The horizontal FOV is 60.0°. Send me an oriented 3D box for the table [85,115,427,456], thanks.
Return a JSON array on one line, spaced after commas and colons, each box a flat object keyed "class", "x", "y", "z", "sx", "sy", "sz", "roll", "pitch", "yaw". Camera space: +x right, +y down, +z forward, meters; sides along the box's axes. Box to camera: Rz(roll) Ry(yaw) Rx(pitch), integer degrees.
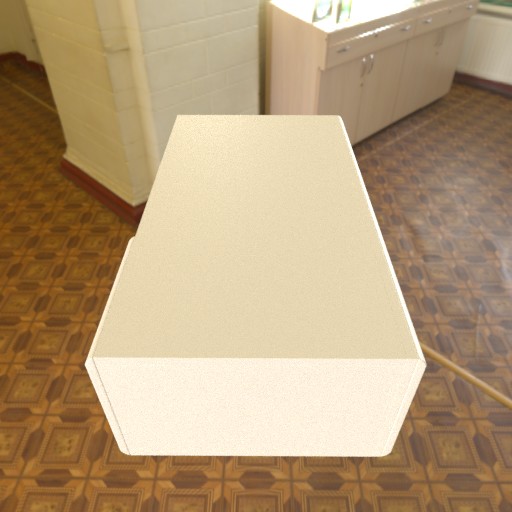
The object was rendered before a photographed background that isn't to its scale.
[{"class": "table", "x": 0.000, "y": 0.000, "z": 1.369, "sx": 0.639, "sy": 0.442, "sz": 1.097, "roll": 0, "pitch": 40, "yaw": 0}]
